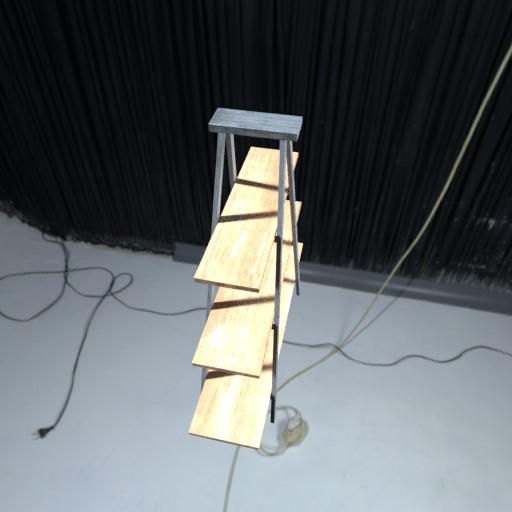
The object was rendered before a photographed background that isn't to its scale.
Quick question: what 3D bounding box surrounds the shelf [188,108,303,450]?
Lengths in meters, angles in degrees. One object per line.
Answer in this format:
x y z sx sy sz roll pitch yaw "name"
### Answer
0.000 0.000 2.704 0.508 1.808 1.746 9 45 9 "shelf"
